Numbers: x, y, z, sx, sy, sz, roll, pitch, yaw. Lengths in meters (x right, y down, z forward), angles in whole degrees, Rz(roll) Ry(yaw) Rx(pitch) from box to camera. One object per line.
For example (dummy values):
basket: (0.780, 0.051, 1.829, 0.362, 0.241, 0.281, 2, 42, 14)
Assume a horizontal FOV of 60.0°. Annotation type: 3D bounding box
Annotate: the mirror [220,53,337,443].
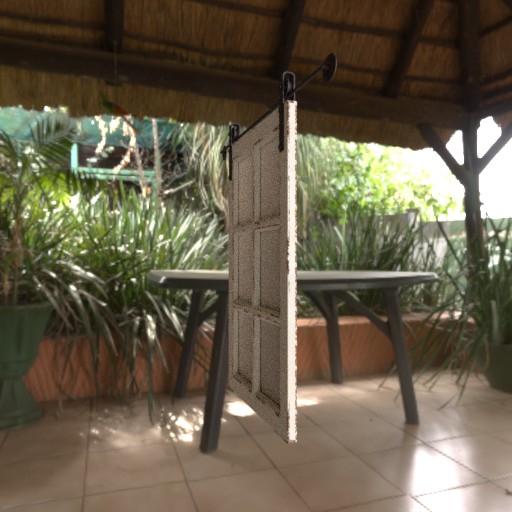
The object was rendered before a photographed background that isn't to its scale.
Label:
mirror: (0.000, 0.000, 1.217, 0.037, 0.844, 0.808, 0, 0, -20)
